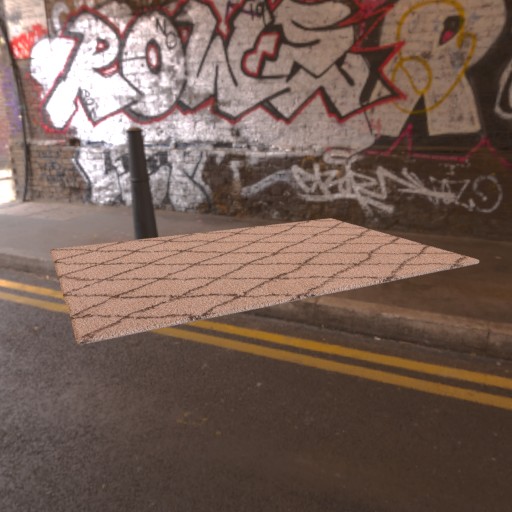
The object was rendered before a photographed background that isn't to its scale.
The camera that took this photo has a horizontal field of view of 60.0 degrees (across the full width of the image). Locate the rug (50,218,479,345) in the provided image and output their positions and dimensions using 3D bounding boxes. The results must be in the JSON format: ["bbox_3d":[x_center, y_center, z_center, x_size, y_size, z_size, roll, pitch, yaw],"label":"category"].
[{"bbox_3d":[0.000,0.000,3.356,2.743,0.030,1.778,-8,18,-27],"label":"rug"}]
